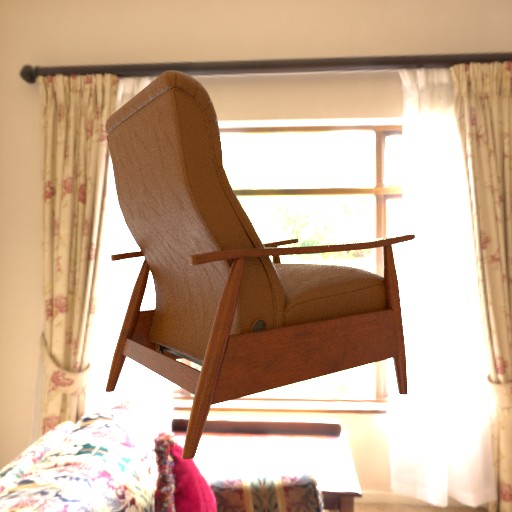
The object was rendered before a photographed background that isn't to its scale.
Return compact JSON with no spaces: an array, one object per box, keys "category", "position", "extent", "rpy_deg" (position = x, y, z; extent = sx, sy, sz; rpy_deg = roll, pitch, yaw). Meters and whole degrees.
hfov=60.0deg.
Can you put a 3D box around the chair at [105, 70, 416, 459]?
[{"category":"chair","position":[0.000,0.000,1.760],"extent":[1.014,1.082,0.762],"rpy_deg":[0,0,-35]}]
